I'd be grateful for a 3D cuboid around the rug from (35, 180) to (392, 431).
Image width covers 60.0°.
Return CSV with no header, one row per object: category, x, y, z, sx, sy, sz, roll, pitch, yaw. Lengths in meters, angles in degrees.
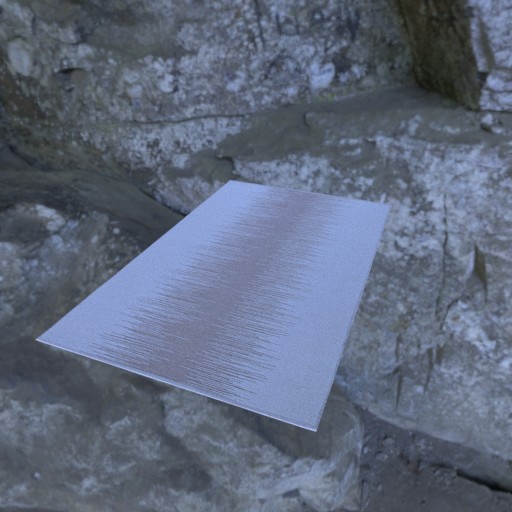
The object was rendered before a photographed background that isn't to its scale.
rug,0.000,0.000,3.055,1.522,0.012,2.440,12,33,19
